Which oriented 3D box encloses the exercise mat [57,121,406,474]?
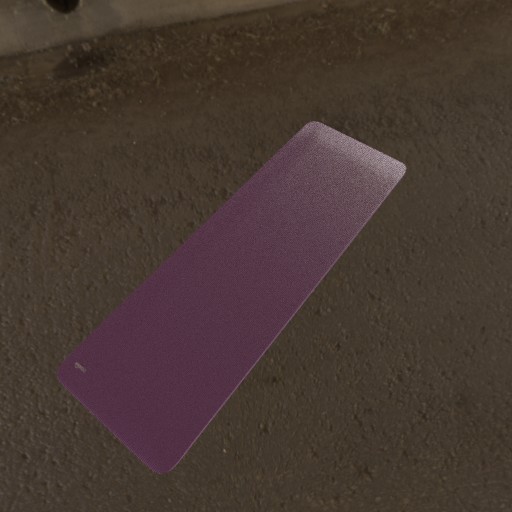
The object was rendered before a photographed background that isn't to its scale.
[{"bbox_3d":[0.000,0.000,2.044,0.616,0.021,1.869,33,64,19],"label":"exercise mat"}]
